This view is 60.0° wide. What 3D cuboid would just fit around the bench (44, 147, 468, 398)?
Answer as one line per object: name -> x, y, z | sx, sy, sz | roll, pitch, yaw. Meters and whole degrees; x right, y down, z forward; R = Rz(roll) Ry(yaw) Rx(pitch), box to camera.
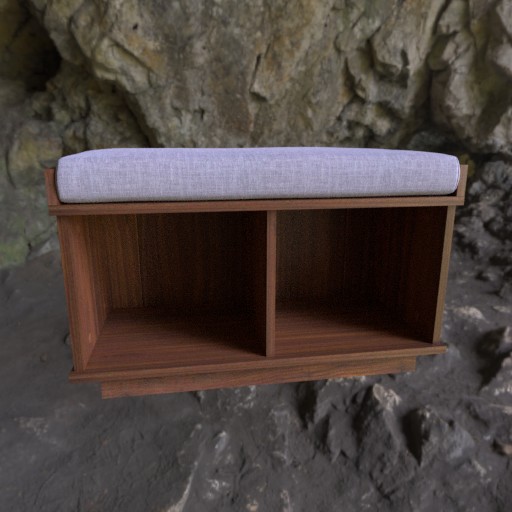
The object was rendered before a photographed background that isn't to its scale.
bench -> 0.000, 0.000, 0.970 | 0.734, 0.461, 0.362 | -2, 15, -9
